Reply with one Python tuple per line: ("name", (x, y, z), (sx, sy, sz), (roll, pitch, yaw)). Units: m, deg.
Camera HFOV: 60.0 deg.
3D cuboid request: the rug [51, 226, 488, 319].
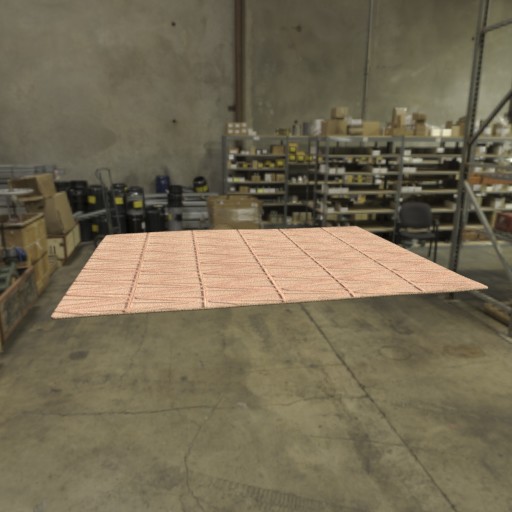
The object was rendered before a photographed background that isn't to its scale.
("rug", (0.000, 0.000, 4.167), (3.052, 0.043, 2.453), (-3, 15, -10))
